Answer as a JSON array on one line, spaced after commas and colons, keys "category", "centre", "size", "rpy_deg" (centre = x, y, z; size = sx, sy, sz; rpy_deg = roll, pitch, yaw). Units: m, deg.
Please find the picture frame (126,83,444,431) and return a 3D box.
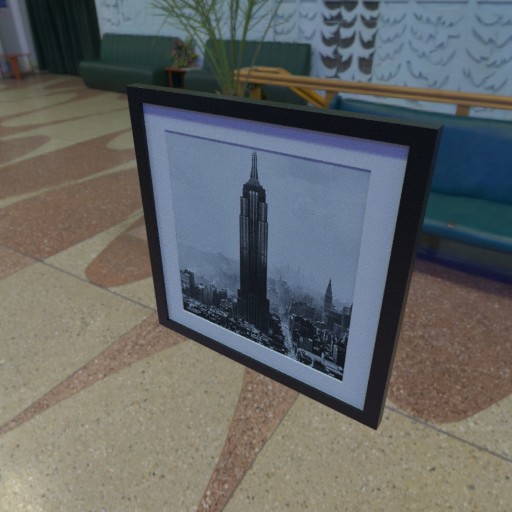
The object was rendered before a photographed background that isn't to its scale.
[{"category": "picture frame", "centre": [0.000, 0.000, 0.829], "size": [0.559, 0.557, 0.029], "rpy_deg": [19, 35, 29]}]
